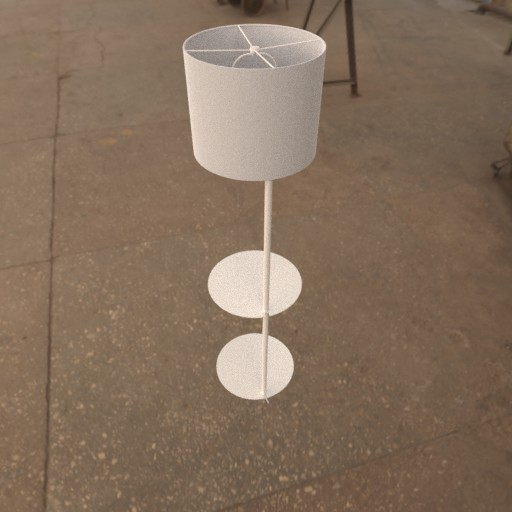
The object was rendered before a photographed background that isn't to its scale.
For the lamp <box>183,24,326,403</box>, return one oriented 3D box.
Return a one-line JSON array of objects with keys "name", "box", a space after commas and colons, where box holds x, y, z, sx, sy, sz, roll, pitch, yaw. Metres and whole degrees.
[{"name": "lamp", "box": [0.000, 0.000, 1.635, 0.372, 1.465, 0.405, -10, 43, -11]}]
